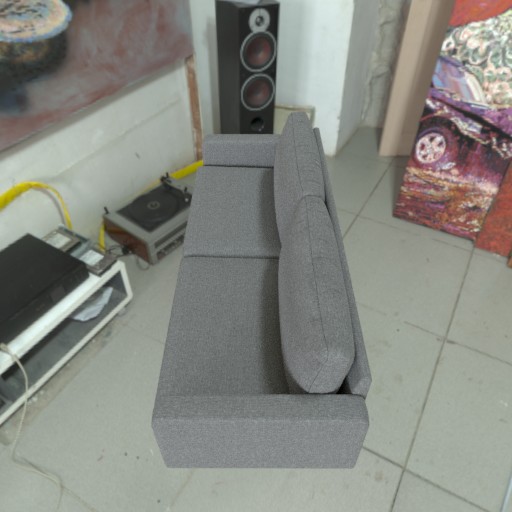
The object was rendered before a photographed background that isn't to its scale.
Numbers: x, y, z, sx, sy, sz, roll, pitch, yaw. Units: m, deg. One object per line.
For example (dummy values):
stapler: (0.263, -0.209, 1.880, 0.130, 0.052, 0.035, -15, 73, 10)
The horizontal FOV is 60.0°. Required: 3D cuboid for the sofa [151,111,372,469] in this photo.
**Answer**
sofa: (0.000, 0.000, 2.579, 0.880, 0.880, 2.200, 0, 43, 0)
